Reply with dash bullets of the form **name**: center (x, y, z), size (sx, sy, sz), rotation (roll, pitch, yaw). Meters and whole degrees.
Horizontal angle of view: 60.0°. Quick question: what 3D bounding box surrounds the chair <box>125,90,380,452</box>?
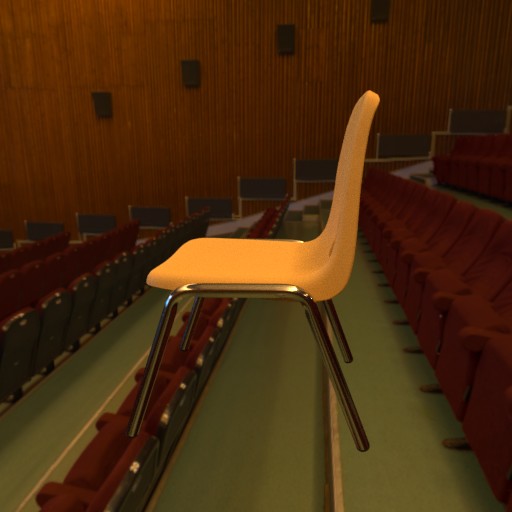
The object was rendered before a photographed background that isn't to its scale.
- **chair**: center (0.000, 0.000, 0.846), size (0.423, 0.586, 0.354), rotation (2, 15, 7)
